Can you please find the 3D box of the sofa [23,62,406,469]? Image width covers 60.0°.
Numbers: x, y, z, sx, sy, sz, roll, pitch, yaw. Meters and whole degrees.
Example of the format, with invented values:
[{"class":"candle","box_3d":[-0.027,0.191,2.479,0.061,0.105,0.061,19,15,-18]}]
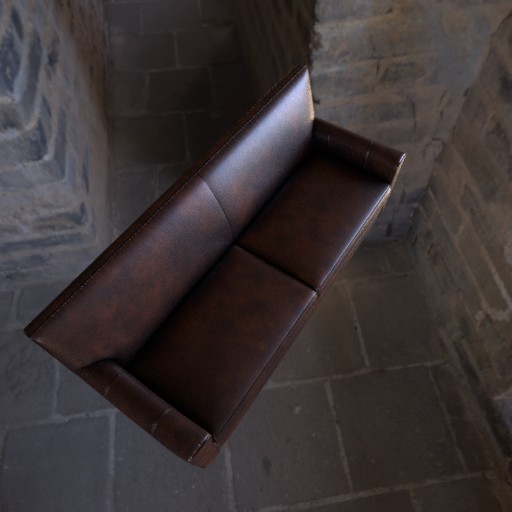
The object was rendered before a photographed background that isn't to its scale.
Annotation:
[{"class":"sofa","box_3d":[0.000,0.000,2.350,0.786,0.871,1.995,30,63,17]}]
